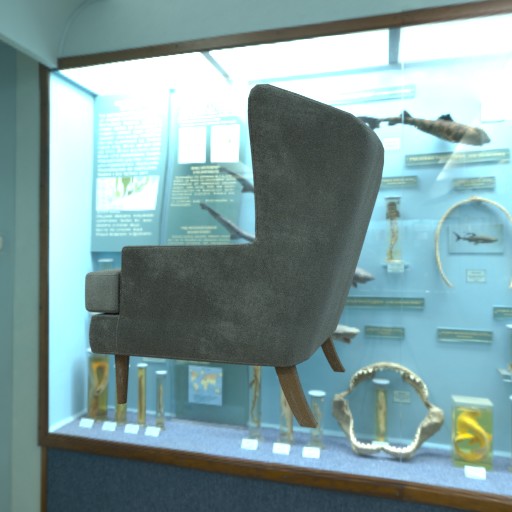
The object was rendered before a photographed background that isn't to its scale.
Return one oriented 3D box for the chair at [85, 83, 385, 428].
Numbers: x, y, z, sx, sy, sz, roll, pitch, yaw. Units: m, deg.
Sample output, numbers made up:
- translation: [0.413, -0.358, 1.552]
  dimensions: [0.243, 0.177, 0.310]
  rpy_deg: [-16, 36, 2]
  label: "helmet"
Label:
- translation: [0.000, 0.000, 1.623]
  dimensions: [0.906, 0.950, 0.784]
  rpy_deg: [0, -1, 18]
  label: "chair"
